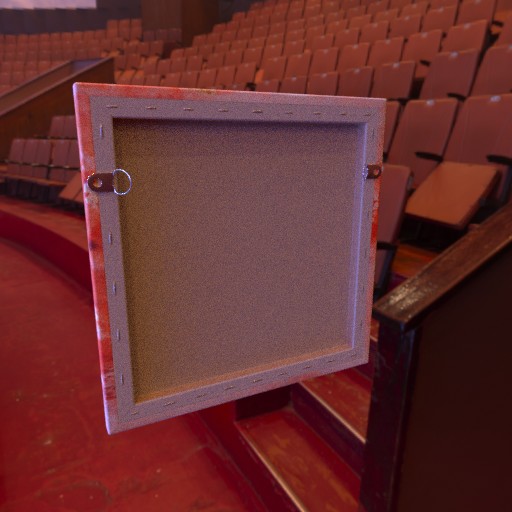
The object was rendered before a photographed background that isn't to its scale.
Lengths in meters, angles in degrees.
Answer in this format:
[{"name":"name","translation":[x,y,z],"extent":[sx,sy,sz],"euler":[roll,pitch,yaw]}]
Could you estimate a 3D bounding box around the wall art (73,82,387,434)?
[{"name":"wall art","translation":[0.000,0.000,1.070],"extent":[0.747,0.746,0.064],"euler":[-7,16,-26]}]
